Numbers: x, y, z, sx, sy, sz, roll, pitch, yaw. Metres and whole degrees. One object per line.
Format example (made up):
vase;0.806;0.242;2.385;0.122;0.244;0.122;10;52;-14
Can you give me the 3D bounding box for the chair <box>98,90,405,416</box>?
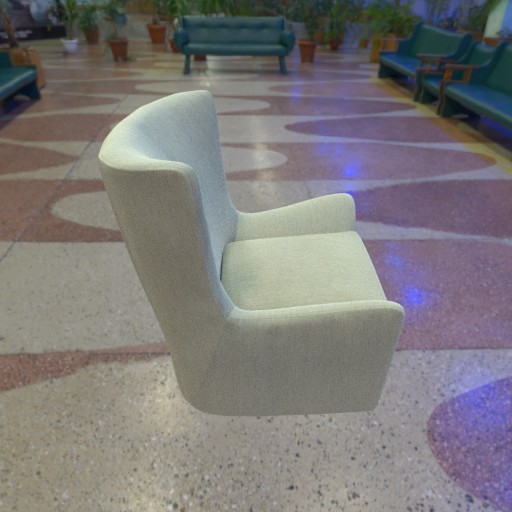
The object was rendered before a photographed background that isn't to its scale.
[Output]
chair;0.000;0.000;1.617;0.904;1.000;0.779;-1;33;-1
